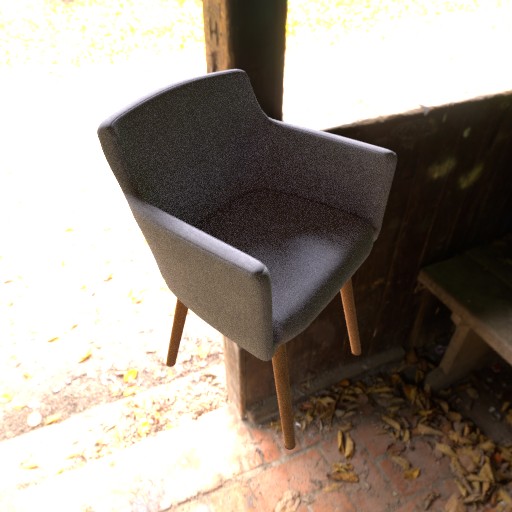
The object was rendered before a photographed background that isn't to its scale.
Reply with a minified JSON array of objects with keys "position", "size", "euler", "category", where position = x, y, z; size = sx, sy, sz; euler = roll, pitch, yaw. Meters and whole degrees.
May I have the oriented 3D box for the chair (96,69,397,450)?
[{"position":[0.000,0.000,1.149],"size":[0.540,0.780,0.570],"euler":[25,46,27],"category":"chair"}]
